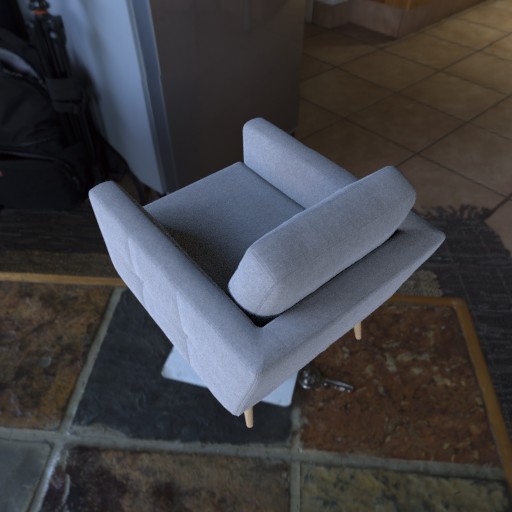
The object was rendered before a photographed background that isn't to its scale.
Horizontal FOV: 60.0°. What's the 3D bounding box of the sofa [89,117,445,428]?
[{"bbox_3d":[0.000,0.000,1.560,0.770,0.860,0.920,-31,54,-26],"label":"sofa"}]
